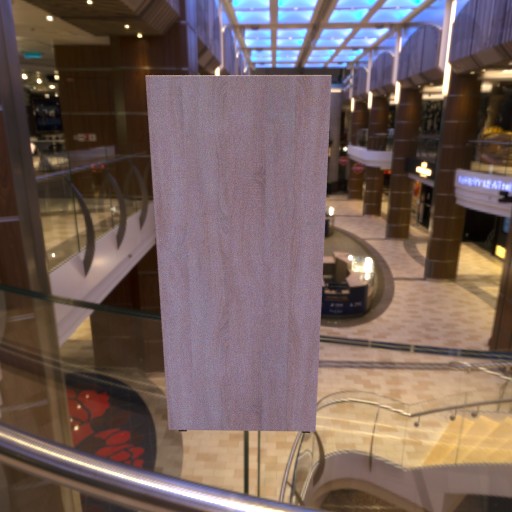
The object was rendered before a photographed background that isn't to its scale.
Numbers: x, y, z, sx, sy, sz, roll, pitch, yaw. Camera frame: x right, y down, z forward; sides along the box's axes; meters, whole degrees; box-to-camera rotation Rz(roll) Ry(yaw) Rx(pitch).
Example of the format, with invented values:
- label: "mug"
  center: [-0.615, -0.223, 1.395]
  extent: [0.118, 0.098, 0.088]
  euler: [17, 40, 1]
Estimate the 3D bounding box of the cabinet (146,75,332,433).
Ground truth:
- label: "cabinet"
  center: [0.000, 0.000, 2.898]
  extent: [1.327, 2.120, 1.094]
  euler: [-15, 22, -42]
